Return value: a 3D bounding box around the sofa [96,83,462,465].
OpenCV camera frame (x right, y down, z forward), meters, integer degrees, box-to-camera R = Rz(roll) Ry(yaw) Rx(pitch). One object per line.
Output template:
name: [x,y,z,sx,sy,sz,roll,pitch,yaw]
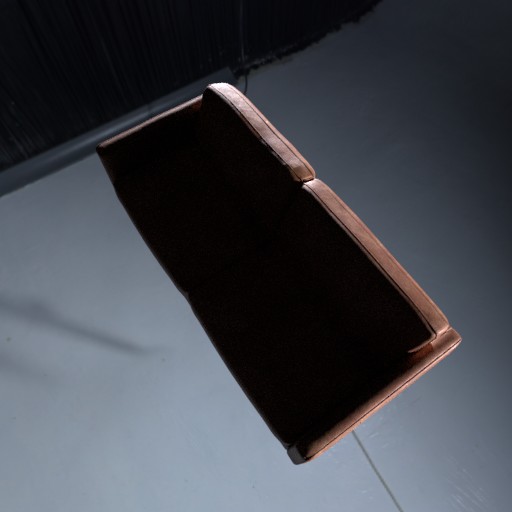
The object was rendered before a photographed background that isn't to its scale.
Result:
sofa: [0.000,0.000,2.436,0.923,0.863,1.971,-32,67,-15]
